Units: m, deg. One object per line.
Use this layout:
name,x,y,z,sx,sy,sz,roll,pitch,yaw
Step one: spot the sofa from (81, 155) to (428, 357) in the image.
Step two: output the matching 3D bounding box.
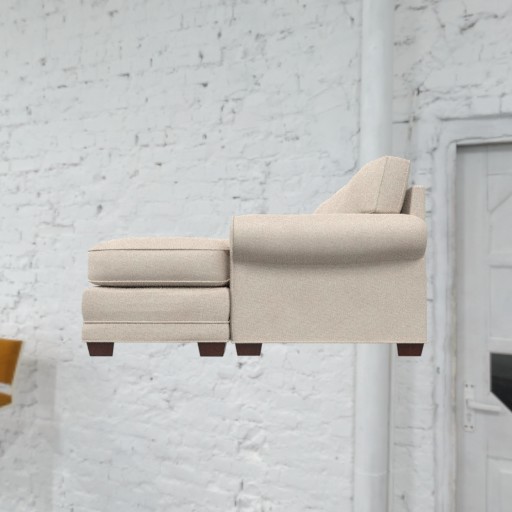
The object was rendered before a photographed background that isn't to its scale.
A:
sofa,0.000,0.000,2.379,1.226,0.734,1.770,0,-1,1
